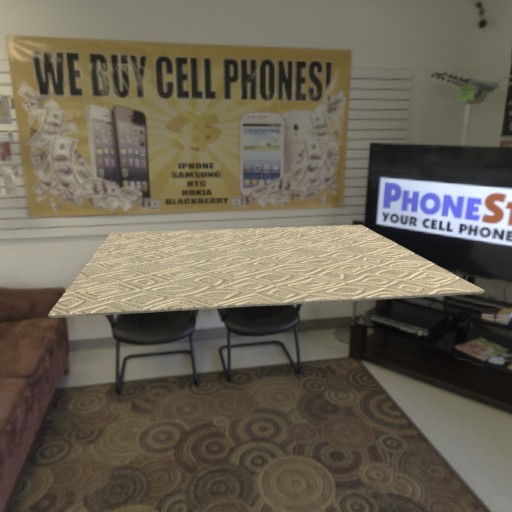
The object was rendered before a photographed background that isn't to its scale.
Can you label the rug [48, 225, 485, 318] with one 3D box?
[{"bbox_3d":[0.000,0.000,4.188,3.049,0.025,2.449,-2,16,-8],"label":"rug"}]
